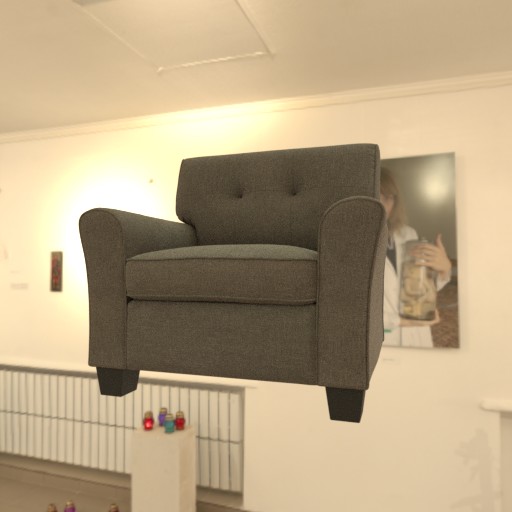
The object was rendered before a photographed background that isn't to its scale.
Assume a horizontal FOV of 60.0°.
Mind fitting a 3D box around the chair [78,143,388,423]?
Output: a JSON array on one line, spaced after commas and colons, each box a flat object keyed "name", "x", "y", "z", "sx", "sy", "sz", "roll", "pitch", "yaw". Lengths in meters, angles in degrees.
[{"name": "chair", "x": 0.000, "y": 0.000, "z": 1.622, "sx": 0.941, "sy": 0.890, "sz": 0.816, "roll": 0, "pitch": -1, "yaw": 18}]
